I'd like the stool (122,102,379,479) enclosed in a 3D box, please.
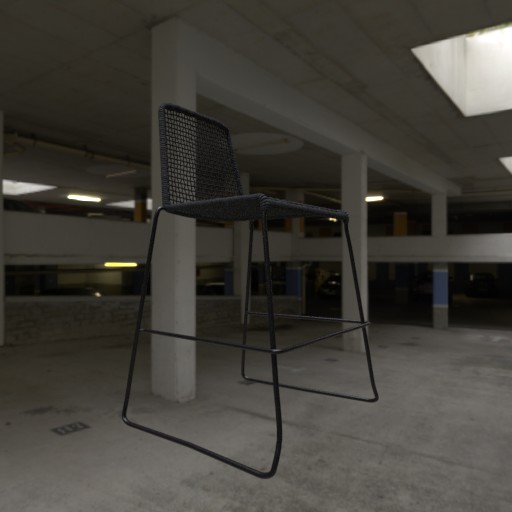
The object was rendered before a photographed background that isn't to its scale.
[{"bbox_3d":[0.000,0.000,1.264,0.509,0.905,0.590,0,0,36],"label":"stool"}]
